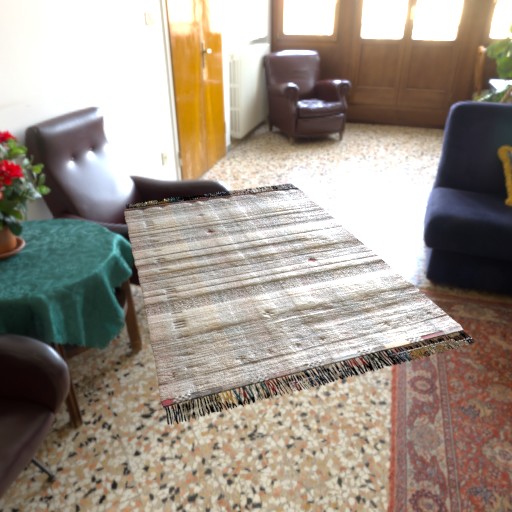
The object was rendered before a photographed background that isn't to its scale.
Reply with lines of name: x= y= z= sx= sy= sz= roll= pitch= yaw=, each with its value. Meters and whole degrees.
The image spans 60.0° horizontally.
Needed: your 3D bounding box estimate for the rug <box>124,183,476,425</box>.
rug: x=0.000 y=0.000 z=2.298 sx=1.217 sy=0.012 sz=1.848 roll=-10 pitch=31 yaw=-16
